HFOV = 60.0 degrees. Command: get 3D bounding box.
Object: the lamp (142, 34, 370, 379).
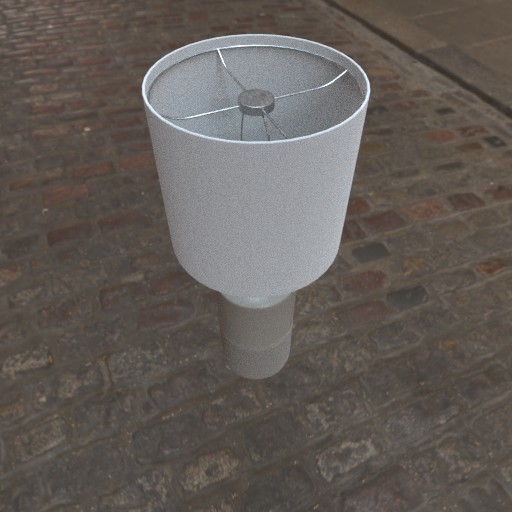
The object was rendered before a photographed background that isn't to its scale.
[{"bbox_3d":[0.000,0.000,0.598,0.212,0.493,0.212,-18,50,-16],"label":"lamp"}]
